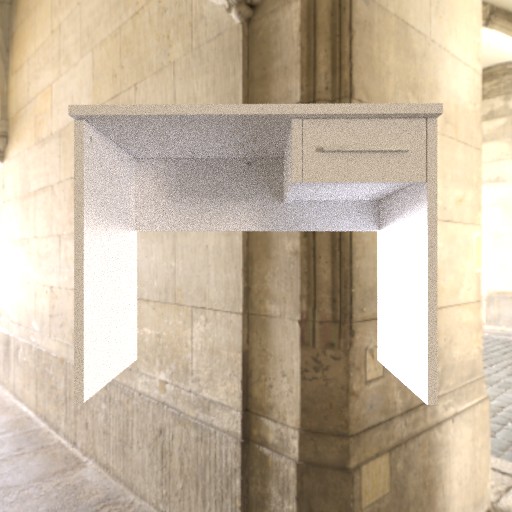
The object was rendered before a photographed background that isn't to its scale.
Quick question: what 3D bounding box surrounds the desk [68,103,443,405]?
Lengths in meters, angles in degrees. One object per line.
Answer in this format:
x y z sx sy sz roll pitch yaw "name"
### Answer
0.000 0.000 1.312 0.900 0.729 0.498 0 0 1 "desk"
